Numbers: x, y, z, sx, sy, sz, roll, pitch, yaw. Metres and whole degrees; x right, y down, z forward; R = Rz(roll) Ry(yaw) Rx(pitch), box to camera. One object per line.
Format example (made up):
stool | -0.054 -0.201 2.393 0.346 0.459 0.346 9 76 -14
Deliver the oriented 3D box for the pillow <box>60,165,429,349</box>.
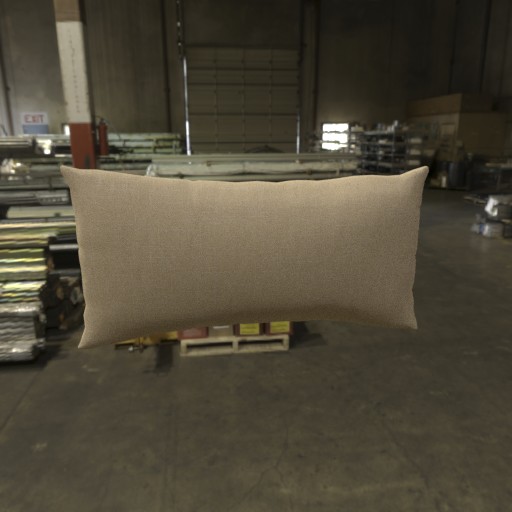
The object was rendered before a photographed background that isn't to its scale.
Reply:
pillow | 0.000 0.000 0.757 0.612 0.308 0.148 -2 15 -7
